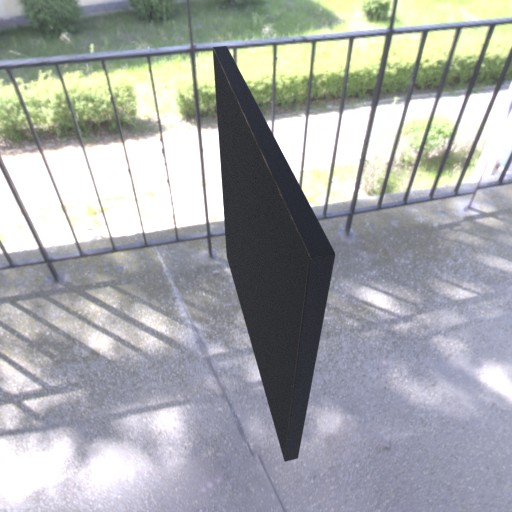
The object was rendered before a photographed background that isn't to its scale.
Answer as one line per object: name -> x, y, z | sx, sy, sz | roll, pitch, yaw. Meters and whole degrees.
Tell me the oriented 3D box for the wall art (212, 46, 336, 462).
wall art -> 0.000, 0.000, 0.453 | 0.015, 0.303, 0.304 | -10, 47, -10
